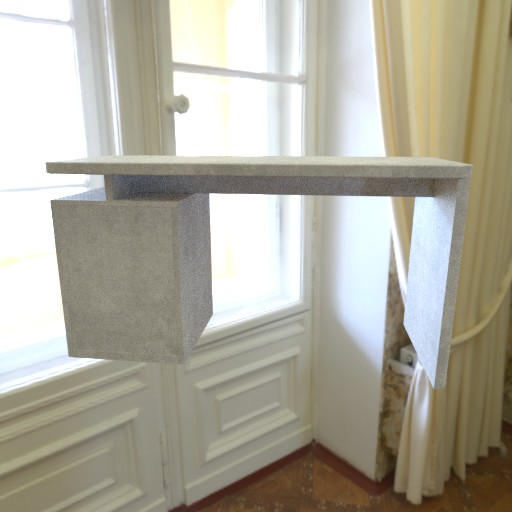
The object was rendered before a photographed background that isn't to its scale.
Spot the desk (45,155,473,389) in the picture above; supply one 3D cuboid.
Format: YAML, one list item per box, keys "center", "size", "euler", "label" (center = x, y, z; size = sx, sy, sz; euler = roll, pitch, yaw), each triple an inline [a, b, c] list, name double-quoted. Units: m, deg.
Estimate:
- center: [0.000, 0.000, 1.765]
  size: [1.400, 0.755, 0.550]
  euler: [2, 15, 7]
  label: "desk"
